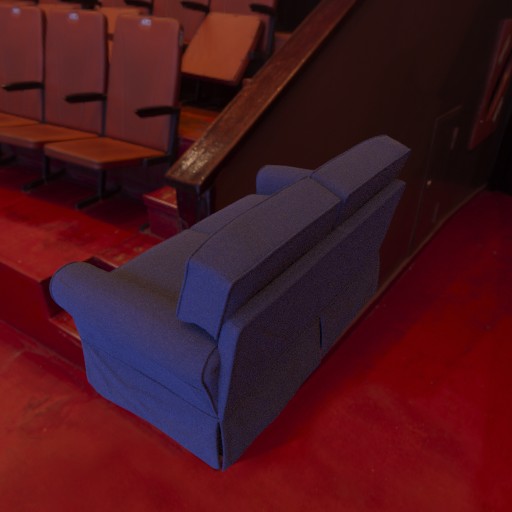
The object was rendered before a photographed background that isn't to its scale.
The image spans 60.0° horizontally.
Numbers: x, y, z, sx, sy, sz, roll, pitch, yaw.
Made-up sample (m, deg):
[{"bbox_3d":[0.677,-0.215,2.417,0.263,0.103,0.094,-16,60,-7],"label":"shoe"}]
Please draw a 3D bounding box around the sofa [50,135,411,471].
[{"bbox_3d":[0.000,0.000,2.336,0.997,1.059,1.801,20,37,30],"label":"sofa"}]
